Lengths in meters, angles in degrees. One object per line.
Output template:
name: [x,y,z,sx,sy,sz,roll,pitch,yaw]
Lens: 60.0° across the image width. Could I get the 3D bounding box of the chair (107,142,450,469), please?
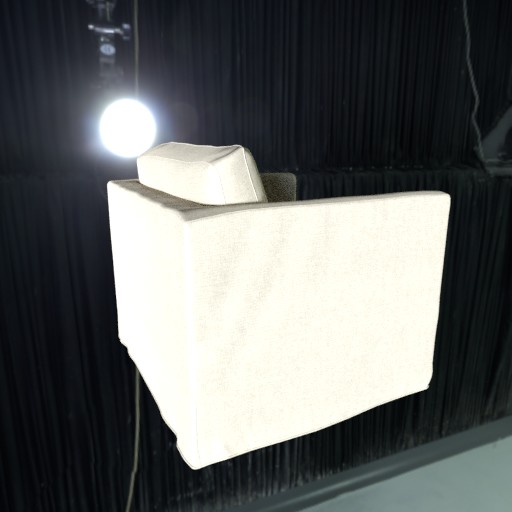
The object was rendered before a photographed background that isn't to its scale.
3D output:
chair: [0.000,0.000,1.743,0.949,0.867,1.057,-8,16,-27]
